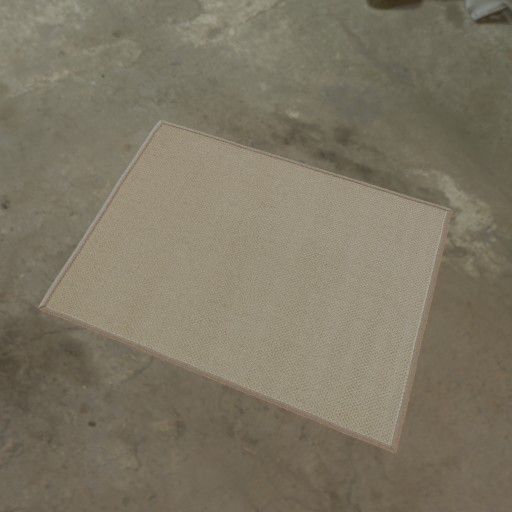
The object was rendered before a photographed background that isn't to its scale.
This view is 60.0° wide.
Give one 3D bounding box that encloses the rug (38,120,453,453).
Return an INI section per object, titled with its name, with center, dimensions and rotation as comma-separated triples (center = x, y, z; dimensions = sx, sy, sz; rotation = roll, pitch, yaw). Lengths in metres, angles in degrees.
[rug]
center = 0.000, 0.000, 2.657
dimensions = 2.081, 0.020, 1.525
rotation = 19, 65, 9
